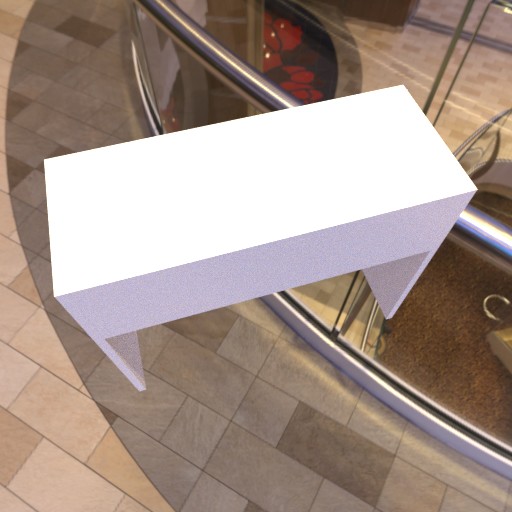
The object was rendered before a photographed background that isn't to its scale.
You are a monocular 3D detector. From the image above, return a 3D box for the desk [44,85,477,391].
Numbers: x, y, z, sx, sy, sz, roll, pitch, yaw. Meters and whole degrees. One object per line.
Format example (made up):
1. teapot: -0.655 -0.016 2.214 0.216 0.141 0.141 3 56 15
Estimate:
1. desk: 0.000 0.000 1.437 1.000 0.790 0.400 -14 60 -8
